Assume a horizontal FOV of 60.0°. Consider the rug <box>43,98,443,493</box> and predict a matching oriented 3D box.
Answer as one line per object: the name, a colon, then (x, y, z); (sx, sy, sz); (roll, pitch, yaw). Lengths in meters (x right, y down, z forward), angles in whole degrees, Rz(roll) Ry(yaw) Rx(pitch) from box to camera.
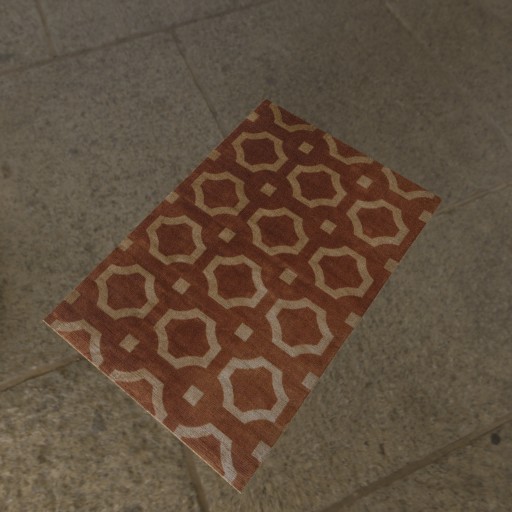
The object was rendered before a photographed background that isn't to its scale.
rug: (0.000, 0.000, 2.911); (1.555, 0.016, 2.286); (35, 69, 15)
